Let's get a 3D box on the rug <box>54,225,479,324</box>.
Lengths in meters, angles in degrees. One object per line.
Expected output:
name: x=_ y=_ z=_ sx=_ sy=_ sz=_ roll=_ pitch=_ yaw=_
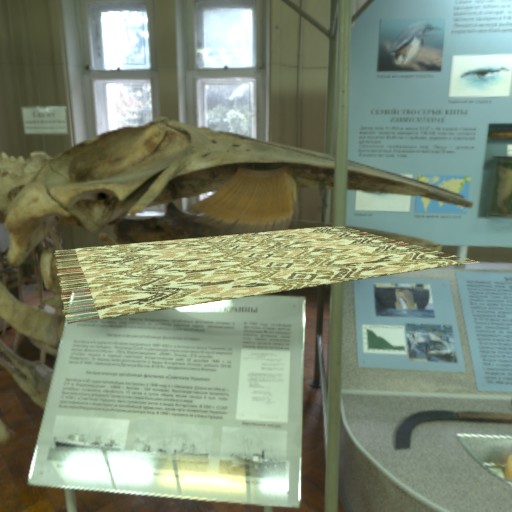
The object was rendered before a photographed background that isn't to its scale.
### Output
rug: x=0.000 y=0.000 z=2.966 sx=2.438 sy=0.008 sz=1.524 roll=-6 pitch=15 yaw=-25
